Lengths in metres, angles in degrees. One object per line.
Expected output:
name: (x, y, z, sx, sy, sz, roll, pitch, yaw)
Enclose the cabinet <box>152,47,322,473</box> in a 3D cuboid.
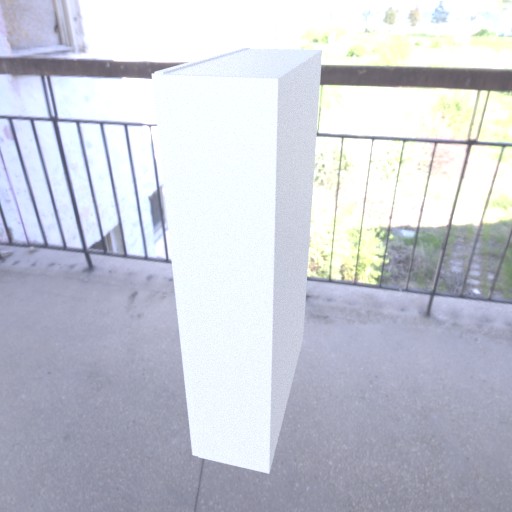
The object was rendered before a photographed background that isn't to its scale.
cabinet: (0.000, 0.000, 2.631, 0.480, 2.160, 1.250, 7, 30, 12)
